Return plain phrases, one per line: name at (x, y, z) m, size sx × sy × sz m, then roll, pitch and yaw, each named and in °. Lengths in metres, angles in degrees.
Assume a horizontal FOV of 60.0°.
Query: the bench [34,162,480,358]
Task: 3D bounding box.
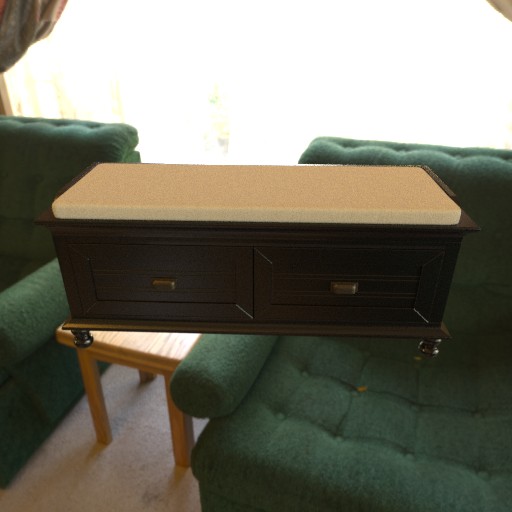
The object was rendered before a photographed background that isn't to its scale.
bench at (0.000, 0.000, 1.445) m, size 1.185 × 0.501 × 0.402 m, roll 1°, pitch 28°, yaw 2°
